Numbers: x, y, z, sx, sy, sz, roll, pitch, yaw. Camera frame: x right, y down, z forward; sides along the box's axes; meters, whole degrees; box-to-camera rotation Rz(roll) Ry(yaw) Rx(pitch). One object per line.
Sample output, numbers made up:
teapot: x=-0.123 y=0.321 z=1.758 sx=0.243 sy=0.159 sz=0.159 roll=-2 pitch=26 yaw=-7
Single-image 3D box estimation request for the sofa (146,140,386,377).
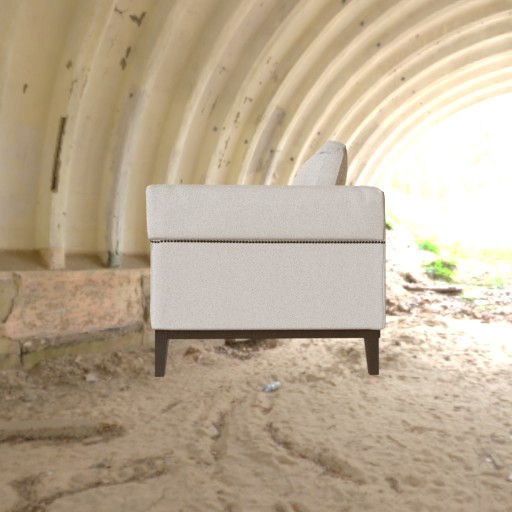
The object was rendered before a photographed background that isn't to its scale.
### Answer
sofa: x=0.000 y=0.000 z=2.711 sx=0.902 sy=0.911 sz=2.198 roll=0 pitch=-1 yaw=-2
